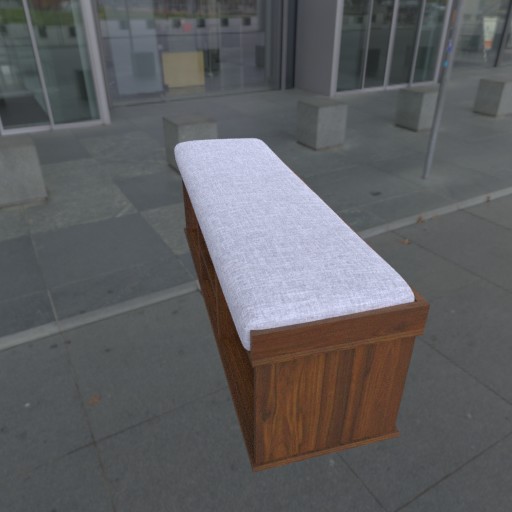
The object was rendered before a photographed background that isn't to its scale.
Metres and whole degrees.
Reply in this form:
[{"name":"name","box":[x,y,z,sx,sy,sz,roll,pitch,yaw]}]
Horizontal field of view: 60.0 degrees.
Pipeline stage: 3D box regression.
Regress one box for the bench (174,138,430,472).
[{"name":"bench","box":[0.000,0.000,1.402,0.367,0.468,1.196,-8,31,-13]}]
